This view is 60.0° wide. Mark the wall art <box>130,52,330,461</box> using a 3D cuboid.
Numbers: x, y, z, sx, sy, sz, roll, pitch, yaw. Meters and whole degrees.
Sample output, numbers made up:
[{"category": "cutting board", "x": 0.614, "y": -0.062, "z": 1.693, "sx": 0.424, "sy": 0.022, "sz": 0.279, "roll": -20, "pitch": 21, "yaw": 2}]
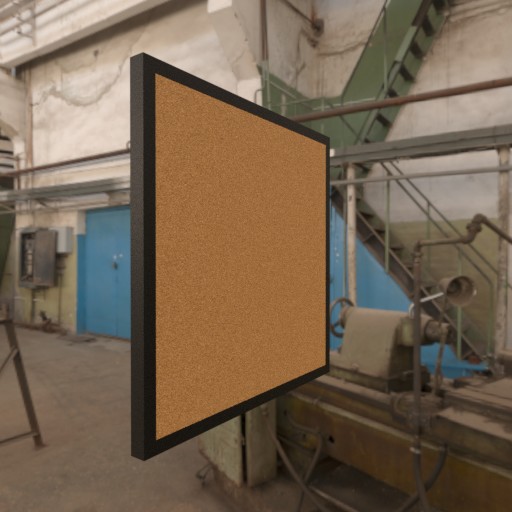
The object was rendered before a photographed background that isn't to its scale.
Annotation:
[{"category": "wall art", "x": 0.000, "y": 0.000, "z": 1.143, "sx": 0.038, "sy": 0.762, "sz": 0.762, "roll": 0, "pitch": 1, "yaw": 36}]
